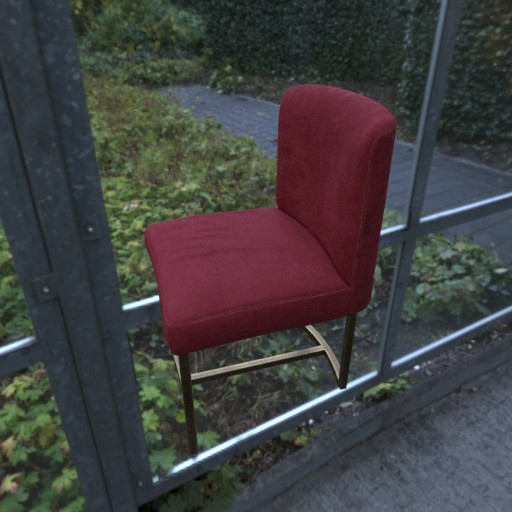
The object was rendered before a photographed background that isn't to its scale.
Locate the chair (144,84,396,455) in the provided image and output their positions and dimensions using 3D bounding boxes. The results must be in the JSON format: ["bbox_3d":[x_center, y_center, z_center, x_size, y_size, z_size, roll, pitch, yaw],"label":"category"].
[{"bbox_3d":[0.000,0.000,1.210,0.560,0.824,0.530,-9,31,-15],"label":"chair"}]
